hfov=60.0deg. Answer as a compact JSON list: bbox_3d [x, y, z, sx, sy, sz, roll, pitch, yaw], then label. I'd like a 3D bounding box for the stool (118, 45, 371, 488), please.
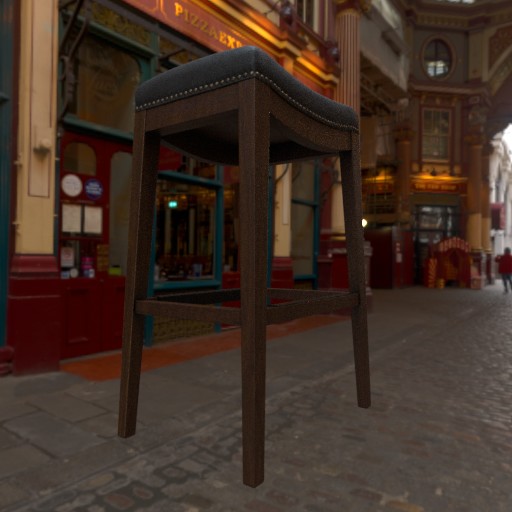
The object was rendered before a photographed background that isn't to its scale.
[{"bbox_3d":[0.000,0.000,1.034,0.361,0.765,0.500,0,0,36],"label":"stool"}]
